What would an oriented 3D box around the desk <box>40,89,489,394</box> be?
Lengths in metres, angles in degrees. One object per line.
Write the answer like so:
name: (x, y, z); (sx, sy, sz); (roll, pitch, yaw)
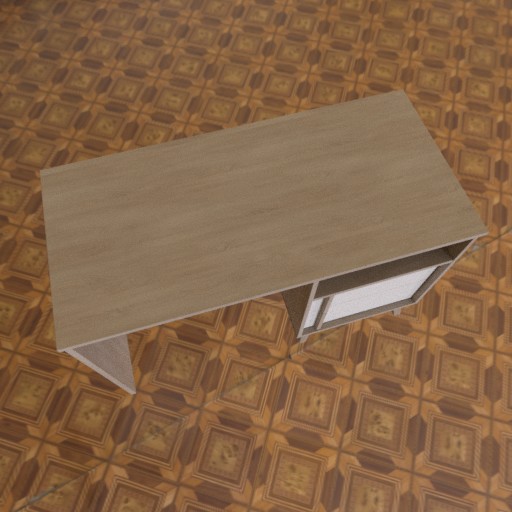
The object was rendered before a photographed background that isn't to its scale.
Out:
desk: (0.000, 0.000, 1.696); (1.251, 0.770, 0.600); (-15, 65, -7)
